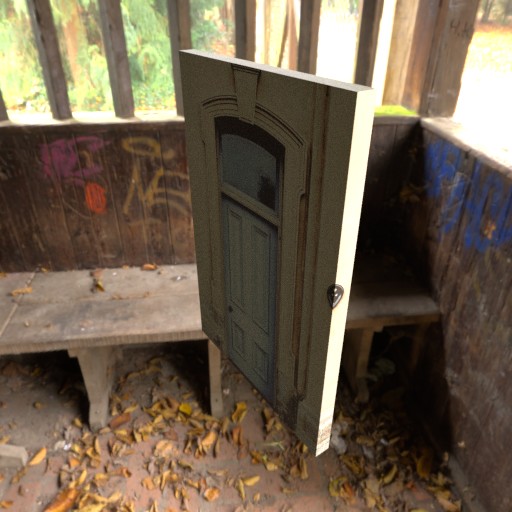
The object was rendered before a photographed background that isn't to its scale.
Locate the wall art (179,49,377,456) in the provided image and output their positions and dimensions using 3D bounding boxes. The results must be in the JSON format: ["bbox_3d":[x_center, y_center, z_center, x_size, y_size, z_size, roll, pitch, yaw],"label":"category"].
[{"bbox_3d":[0.000,0.000,0.957,0.038,0.764,0.508,-20,37,-29],"label":"wall art"}]
